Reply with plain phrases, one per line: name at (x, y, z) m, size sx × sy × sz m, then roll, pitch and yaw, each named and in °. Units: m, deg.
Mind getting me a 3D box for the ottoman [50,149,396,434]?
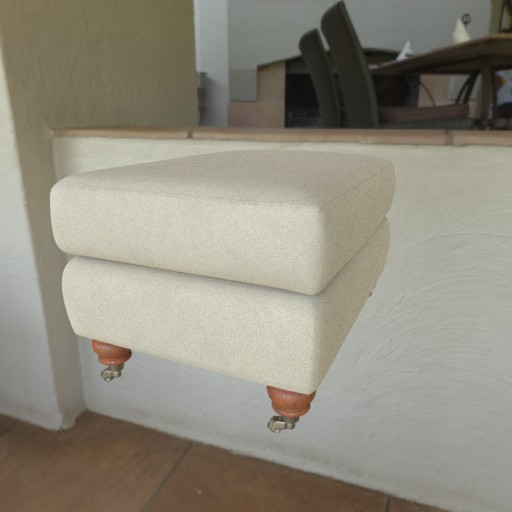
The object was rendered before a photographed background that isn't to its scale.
ottoman at (0.000, 0.000, 1.122) m, size 0.569 × 0.504 × 0.773 m, roll 8°, pitch 19°, yaw 23°
